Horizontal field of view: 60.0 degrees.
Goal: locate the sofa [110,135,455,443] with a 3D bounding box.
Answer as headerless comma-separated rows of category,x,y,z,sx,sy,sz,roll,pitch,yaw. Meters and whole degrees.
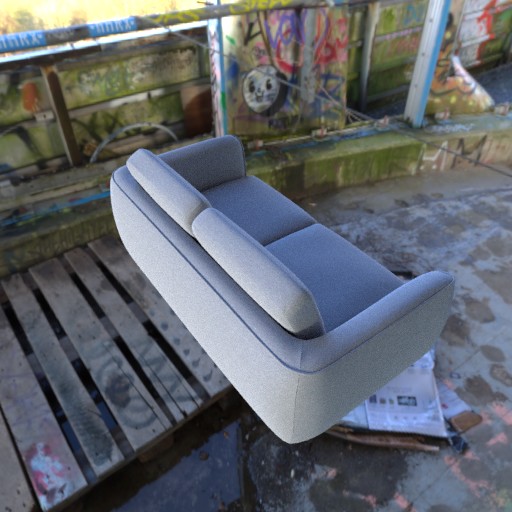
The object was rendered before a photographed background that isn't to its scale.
sofa,0.000,0.000,2.239,0.920,0.850,1.700,-25,47,-27
